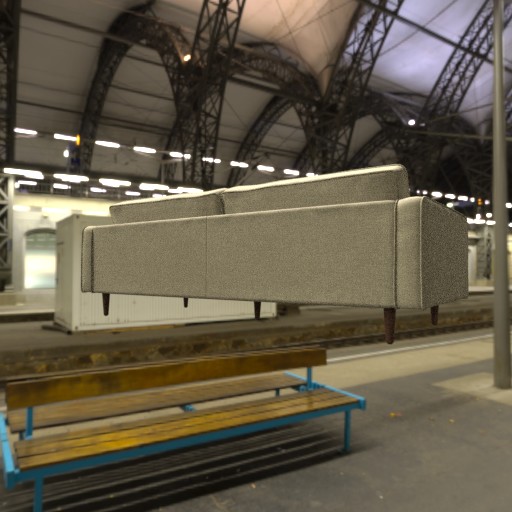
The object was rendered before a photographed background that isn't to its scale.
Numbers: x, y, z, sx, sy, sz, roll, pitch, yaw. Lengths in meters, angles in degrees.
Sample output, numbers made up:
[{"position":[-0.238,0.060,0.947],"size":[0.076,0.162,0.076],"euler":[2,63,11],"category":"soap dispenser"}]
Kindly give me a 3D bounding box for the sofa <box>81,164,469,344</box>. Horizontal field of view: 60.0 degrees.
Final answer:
[{"position":[0.000,0.000,2.650],"size":[2.211,0.762,0.914],"euler":[-1,-2,35],"category":"sofa"}]
